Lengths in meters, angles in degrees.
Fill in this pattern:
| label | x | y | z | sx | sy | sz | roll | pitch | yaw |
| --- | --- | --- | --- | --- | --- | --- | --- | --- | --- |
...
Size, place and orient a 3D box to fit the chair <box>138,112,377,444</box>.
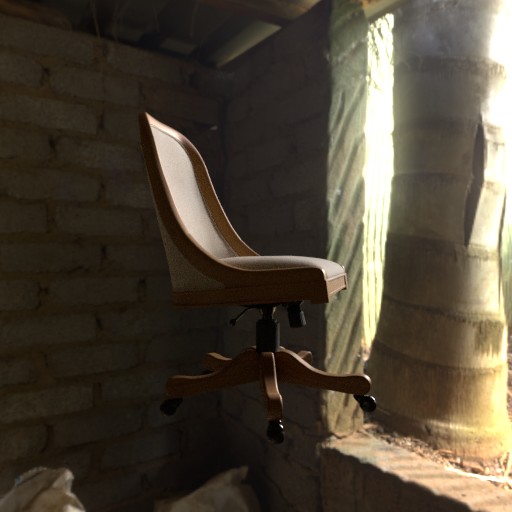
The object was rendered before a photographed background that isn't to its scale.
| label | x | y | z | sx | sy | sz | roll | pitch | yaw |
| --- | --- | --- | --- | --- | --- | --- | --- | --- | --- |
| chair | 0.000 | 0.000 | 1.546 | 0.811 | 1.009 | 0.702 | 0 | 0 | 17 |
